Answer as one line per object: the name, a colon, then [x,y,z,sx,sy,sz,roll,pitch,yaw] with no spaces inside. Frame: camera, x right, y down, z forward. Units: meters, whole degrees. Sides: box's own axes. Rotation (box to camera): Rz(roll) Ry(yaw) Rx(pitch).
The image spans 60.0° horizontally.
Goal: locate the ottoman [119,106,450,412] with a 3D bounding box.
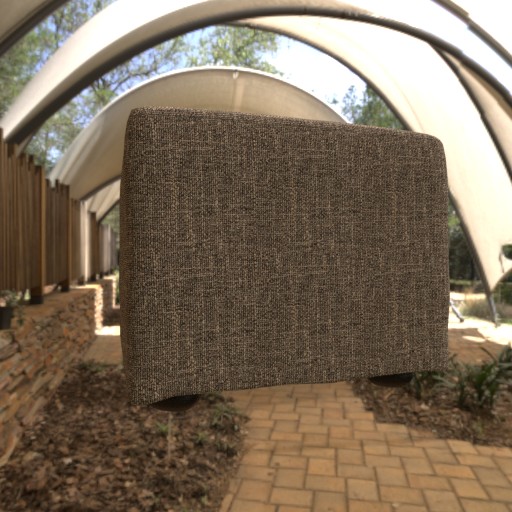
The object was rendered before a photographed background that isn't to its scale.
ottoman: [0.000,0.000,0.887,0.521,0.453,0.512,0,0,-18]
